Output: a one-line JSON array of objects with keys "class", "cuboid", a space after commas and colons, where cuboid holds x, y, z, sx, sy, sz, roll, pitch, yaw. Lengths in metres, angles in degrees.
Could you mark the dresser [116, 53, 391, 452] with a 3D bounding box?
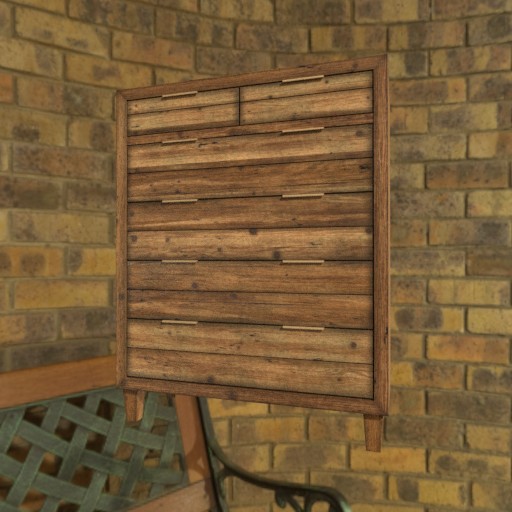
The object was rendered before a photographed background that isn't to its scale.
[{"class": "dresser", "cuboid": [0.000, 0.000, 1.851, 1.067, 1.359, 0.438, 0, 0, 18]}]
